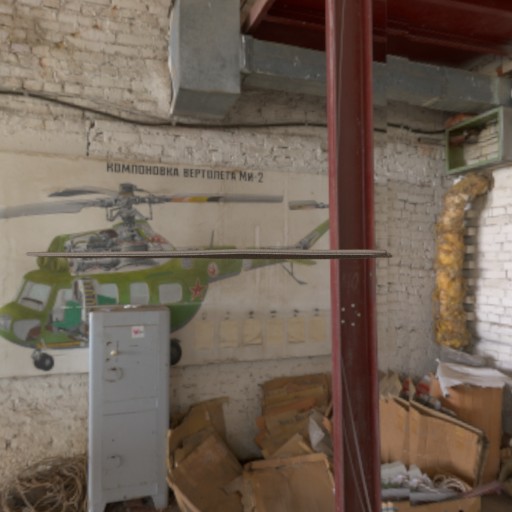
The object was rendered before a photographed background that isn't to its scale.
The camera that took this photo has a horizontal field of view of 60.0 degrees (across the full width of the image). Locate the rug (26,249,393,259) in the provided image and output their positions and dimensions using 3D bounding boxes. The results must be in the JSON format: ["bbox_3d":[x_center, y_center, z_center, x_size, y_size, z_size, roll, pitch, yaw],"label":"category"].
[{"bbox_3d":[0.000,0.000,4.113,2.399,0.054,3.011,0,-1,18],"label":"rug"}]
